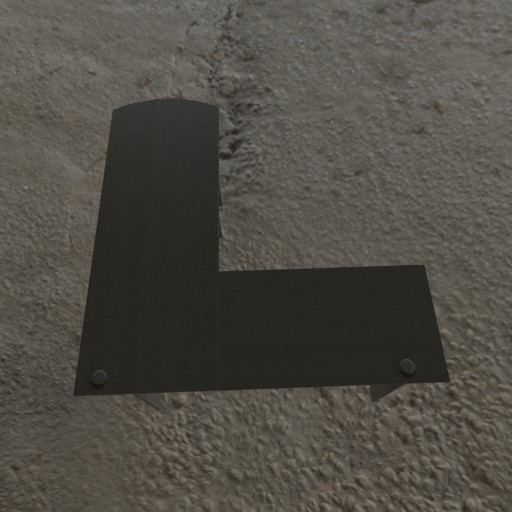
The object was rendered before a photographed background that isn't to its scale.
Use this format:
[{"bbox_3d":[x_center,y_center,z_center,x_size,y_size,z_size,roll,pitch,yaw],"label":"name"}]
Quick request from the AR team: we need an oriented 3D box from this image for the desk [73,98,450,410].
[{"bbox_3d":[0.000,0.000,2.146,1.303,0.716,1.361,-2,64,-1],"label":"desk"}]
